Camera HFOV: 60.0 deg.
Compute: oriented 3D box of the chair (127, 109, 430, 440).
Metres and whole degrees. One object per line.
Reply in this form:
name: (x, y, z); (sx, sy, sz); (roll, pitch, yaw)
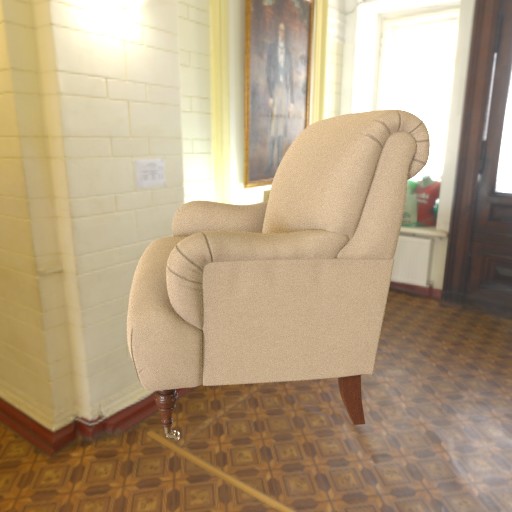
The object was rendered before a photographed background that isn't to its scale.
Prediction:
chair: (0.000, 0.000, 1.533); (0.842, 0.942, 0.766); (-2, 14, -9)
